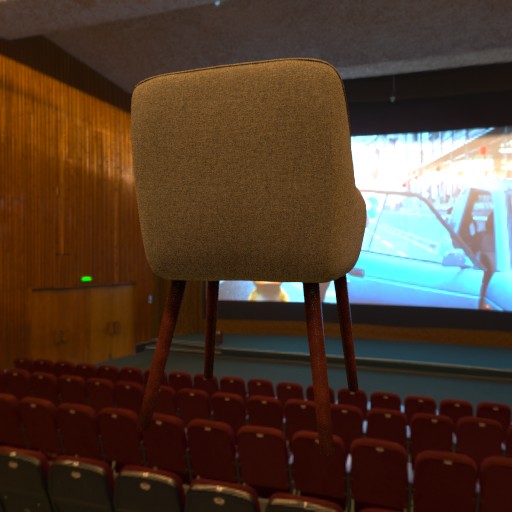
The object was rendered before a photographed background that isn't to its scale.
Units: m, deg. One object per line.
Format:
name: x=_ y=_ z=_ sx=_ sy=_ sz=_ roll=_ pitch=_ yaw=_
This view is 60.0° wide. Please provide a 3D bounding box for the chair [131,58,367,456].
chair: x=0.000 y=0.000 z=1.162 sx=0.543 sy=0.803 sz=0.519 roll=0 pitch=0 yaw=17
